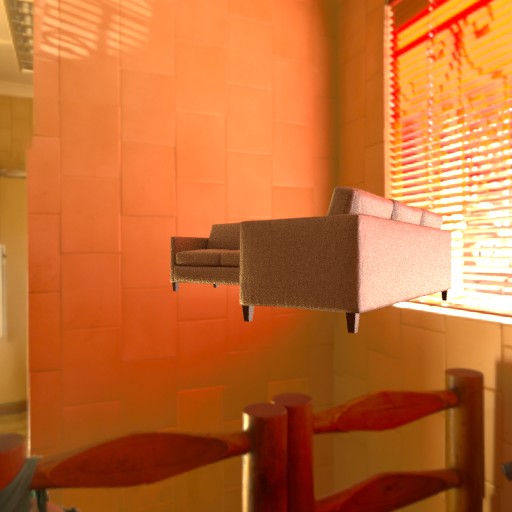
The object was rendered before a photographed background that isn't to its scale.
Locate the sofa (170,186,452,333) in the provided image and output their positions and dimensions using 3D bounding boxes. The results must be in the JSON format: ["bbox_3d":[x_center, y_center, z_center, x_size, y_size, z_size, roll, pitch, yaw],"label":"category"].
[{"bbox_3d":[0.000,0.000,4.616,3.333,0.934,2.522,0,0,36],"label":"sofa"}]
